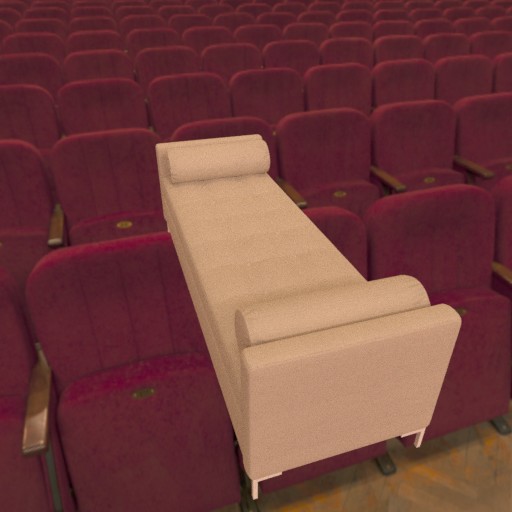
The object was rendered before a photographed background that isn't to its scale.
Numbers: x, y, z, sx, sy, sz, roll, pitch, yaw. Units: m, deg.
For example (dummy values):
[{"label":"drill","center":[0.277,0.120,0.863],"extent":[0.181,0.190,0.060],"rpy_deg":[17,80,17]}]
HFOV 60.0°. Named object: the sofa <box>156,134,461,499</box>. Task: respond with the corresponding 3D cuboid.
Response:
[{"label":"sofa","center":[0.000,0.000,2.198],"extent":[0.686,0.635,1.981],"rpy_deg":[-10,33,-15]}]
